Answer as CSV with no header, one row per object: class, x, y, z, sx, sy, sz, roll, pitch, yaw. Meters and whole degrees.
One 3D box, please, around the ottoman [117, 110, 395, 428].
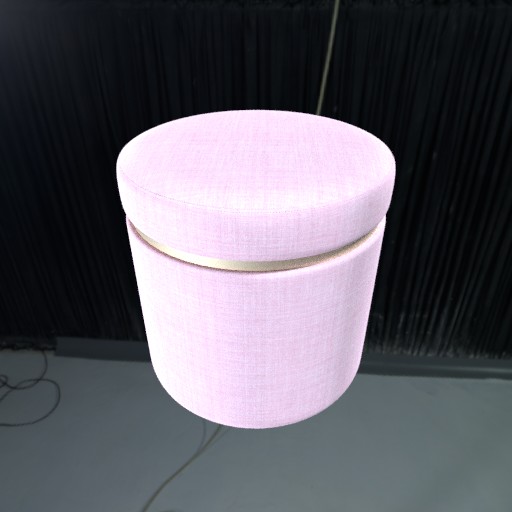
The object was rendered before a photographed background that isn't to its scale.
ottoman,0.000,0.000,0.750,0.400,0.406,0.400,0,33,0
